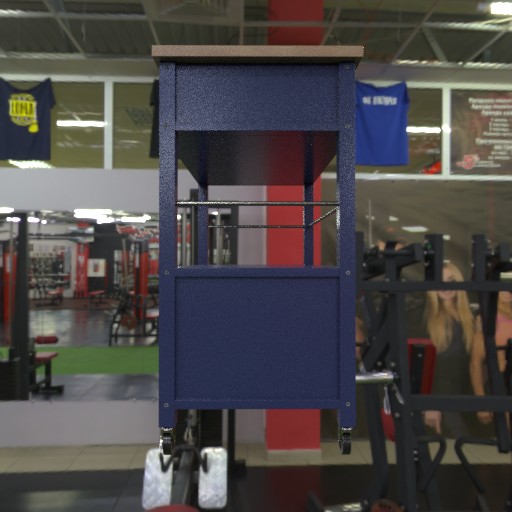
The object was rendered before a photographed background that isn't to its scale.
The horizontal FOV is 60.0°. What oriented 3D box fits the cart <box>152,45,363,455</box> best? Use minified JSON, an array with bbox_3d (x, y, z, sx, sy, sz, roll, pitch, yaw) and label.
[{"bbox_3d":[0.000,0.000,1.372,0.459,0.901,0.840,0,-1,0],"label":"cart"}]
